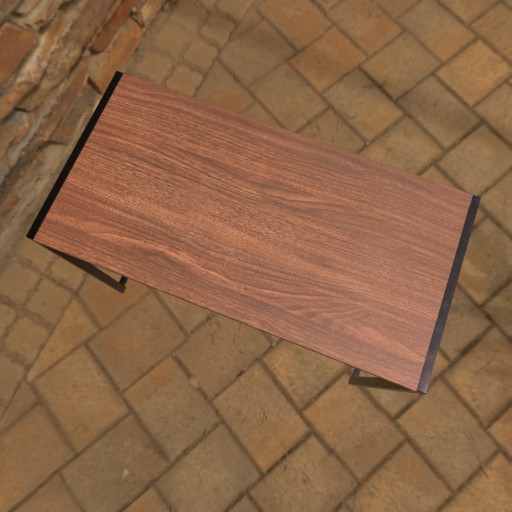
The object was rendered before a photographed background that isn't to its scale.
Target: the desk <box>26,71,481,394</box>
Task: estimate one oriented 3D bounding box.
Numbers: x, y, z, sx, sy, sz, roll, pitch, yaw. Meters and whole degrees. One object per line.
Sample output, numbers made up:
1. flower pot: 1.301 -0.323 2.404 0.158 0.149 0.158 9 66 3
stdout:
1. desk: 0.000 0.000 1.463 1.016 0.762 0.508 21 76 5
